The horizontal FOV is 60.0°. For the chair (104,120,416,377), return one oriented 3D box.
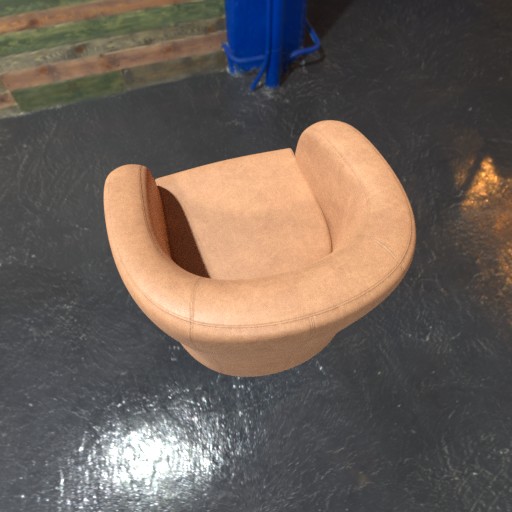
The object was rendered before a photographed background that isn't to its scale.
[{"bbox_3d":[0.000,0.000,1.427,0.791,0.771,0.815,-15,61,-9],"label":"chair"}]
